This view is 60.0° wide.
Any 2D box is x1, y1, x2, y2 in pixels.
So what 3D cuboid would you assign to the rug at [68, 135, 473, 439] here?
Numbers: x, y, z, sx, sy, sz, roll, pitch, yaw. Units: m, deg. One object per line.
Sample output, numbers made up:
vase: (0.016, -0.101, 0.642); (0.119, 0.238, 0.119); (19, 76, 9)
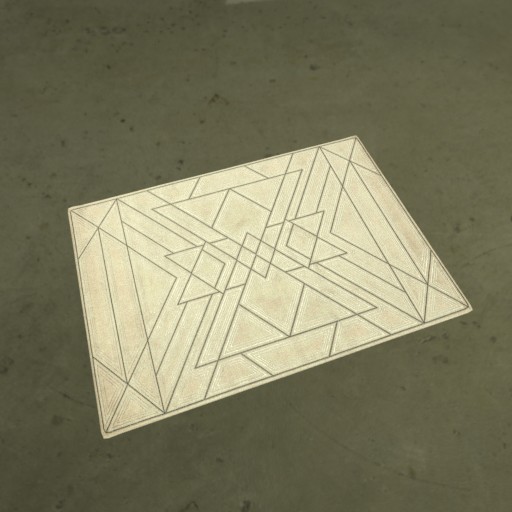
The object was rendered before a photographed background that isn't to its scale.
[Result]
rug: (0.000, 0.000, 4.371); (3.381, 0.026, 2.436); (-16, 59, -10)
